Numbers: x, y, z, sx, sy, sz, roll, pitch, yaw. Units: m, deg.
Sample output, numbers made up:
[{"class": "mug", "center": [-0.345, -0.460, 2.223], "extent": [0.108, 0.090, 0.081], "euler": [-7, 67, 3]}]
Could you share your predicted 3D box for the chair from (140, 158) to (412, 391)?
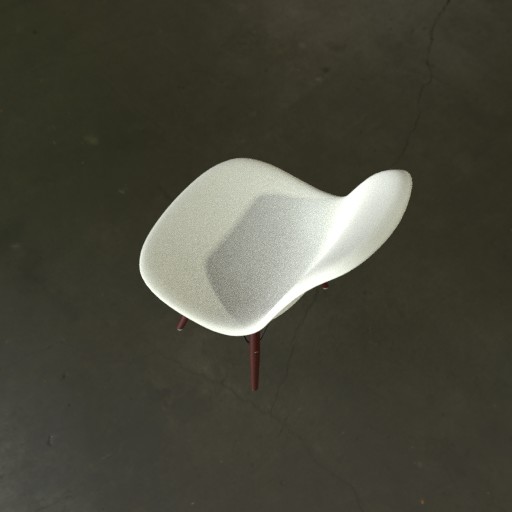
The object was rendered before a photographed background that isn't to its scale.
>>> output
[{"class": "chair", "center": [0.000, 0.000, 1.125], "extent": [0.533, 0.826, 0.470], "euler": [31, 68, 14]}]
